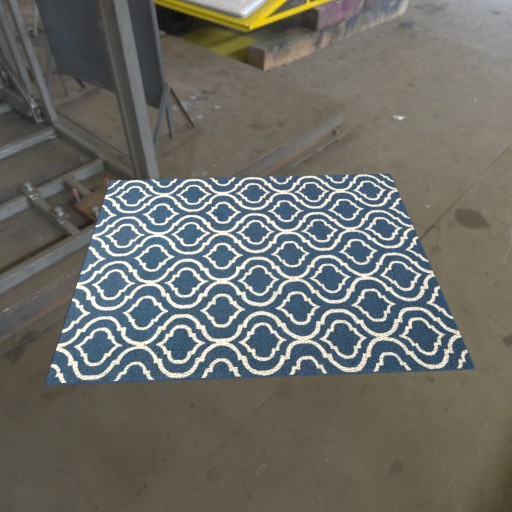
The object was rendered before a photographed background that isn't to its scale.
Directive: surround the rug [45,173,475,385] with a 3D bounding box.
[{"bbox_3d":[0.000,0.000,3.753,2.881,0.020,2.270,-2,45,-2],"label":"rug"}]
